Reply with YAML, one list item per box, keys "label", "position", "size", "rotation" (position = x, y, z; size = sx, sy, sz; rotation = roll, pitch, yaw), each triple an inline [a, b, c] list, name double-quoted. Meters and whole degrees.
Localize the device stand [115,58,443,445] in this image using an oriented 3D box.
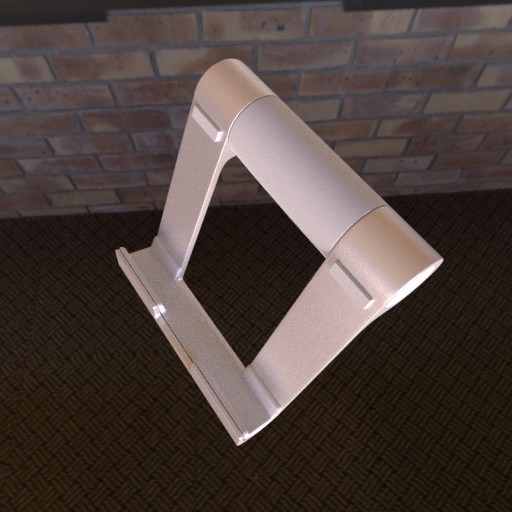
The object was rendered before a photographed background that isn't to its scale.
- label: "device stand"
  position: [0.000, 0.000, 0.152]
  size: [0.079, 0.084, 0.086]
  rotation: [-33, 68, -15]
